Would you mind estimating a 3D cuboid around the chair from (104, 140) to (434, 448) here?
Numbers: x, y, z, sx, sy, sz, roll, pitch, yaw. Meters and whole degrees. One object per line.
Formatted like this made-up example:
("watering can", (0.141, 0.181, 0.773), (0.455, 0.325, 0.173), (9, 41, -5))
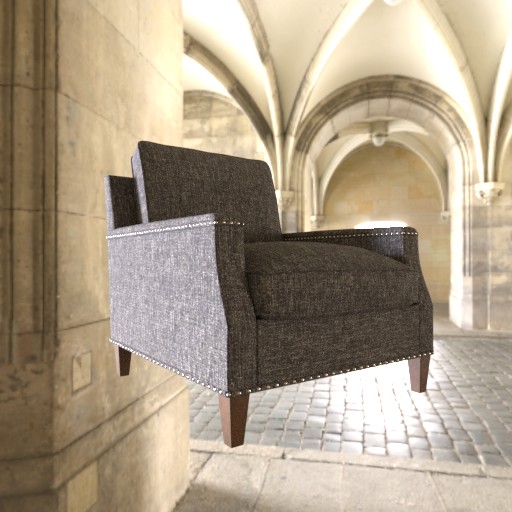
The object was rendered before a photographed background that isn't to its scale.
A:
("chair", (0.000, 0.000, 1.682), (0.853, 0.943, 1.014), (0, -1, -36))
